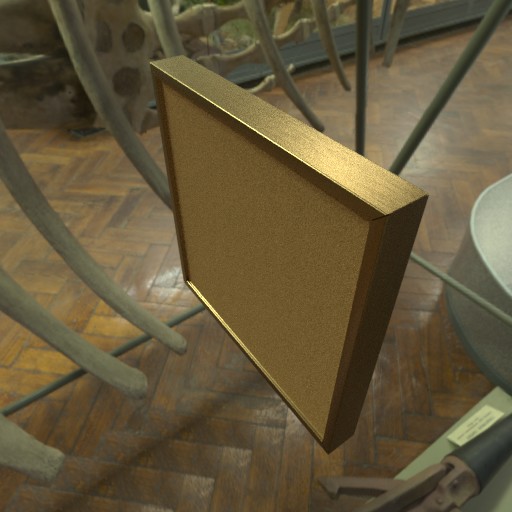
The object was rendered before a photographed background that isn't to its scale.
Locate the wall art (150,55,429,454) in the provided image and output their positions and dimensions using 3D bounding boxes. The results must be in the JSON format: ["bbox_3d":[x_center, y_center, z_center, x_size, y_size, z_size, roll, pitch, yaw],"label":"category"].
[{"bbox_3d":[0.000,0.000,0.450,0.037,0.305,0.305,-26,48,-26],"label":"wall art"}]
